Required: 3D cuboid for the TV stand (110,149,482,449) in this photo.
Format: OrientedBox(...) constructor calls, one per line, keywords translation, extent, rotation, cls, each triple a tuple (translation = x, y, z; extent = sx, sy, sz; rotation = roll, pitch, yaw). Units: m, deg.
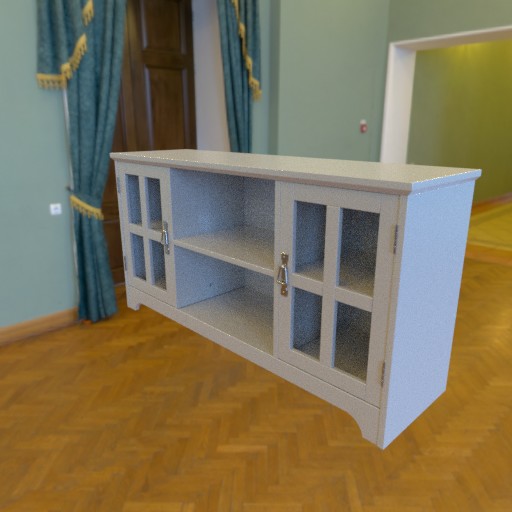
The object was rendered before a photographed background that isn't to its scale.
OrientedBox(translation=(0.000, 0.000, 1.413), extent=(0.344, 0.603, 1.167), rotation=(-16, 23, -42), cls="TV stand")
